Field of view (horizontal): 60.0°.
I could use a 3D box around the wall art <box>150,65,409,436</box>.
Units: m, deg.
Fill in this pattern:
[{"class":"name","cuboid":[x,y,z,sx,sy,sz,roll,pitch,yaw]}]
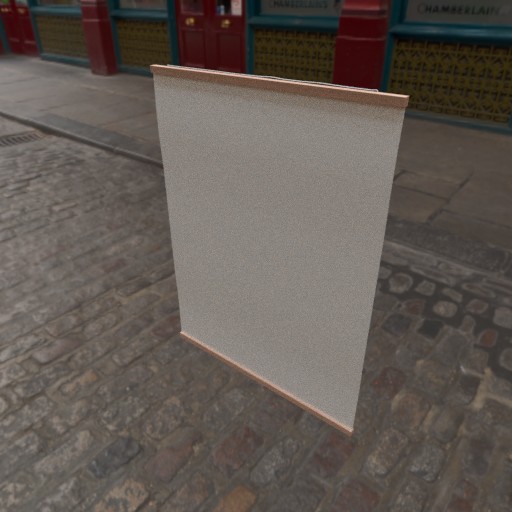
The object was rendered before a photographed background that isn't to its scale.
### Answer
[{"class":"wall art","cuboid":[0.000,0.000,1.326,0.758,1.013,0.020,22,37,32]}]
